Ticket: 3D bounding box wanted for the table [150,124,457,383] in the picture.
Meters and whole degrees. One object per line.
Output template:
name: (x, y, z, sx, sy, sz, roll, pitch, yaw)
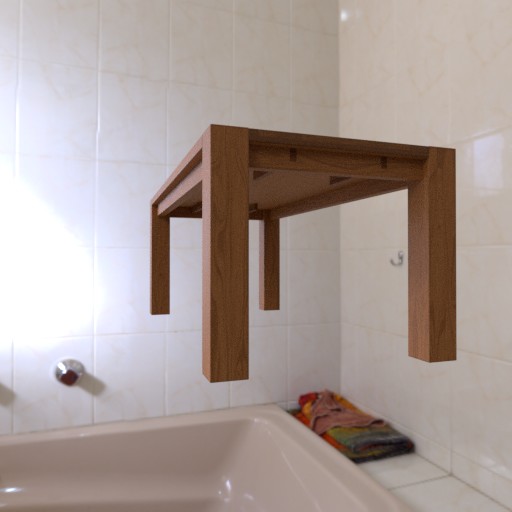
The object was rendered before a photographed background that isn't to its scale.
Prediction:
table: (0.000, 0.000, 2.293, 0.900, 0.760, 1.800, 0, -1, -19)
